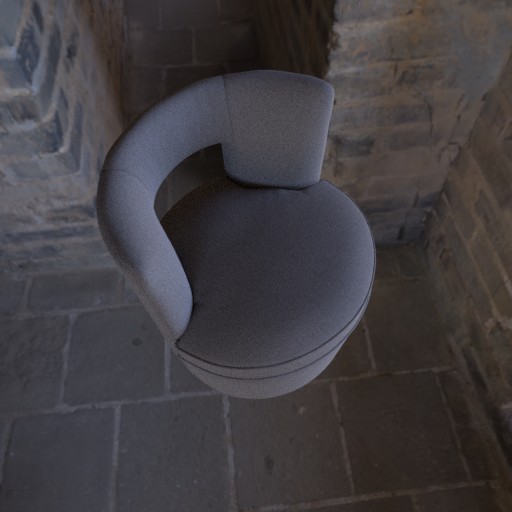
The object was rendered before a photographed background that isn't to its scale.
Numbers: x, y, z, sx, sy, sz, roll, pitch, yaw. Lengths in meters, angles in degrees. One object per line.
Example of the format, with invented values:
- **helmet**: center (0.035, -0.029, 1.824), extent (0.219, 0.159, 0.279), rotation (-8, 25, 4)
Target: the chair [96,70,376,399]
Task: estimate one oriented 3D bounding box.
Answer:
- **chair**: center (0.000, 0.000, 1.246), extent (0.660, 0.719, 0.689), rotation (33, 64, 18)
